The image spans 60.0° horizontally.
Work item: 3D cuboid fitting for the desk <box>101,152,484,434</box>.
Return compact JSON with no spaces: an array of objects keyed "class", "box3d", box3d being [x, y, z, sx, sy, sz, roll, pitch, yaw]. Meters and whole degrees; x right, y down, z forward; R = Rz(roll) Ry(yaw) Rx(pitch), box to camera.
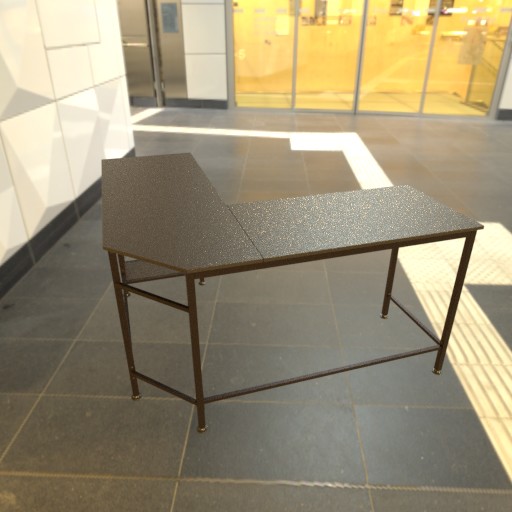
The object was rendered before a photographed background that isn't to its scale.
[{"class":"desk","box3d":[0.000,0.000,2.248,1.379,0.739,1.379,-8,29,-15]}]
